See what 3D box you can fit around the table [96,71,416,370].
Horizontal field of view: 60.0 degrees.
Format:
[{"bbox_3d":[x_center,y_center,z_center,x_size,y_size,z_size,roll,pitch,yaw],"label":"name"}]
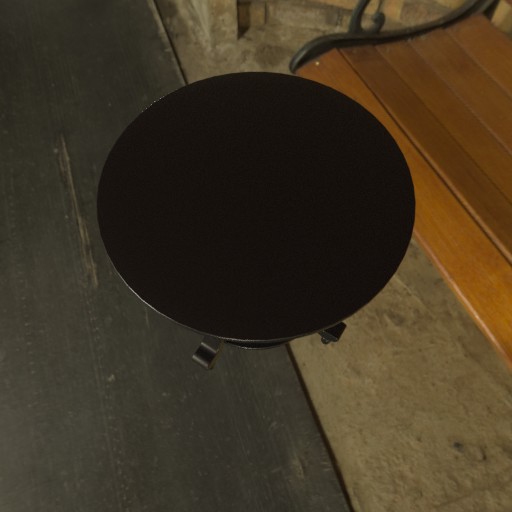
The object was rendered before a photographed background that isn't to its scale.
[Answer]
[{"bbox_3d":[0.000,0.000,1.113,0.597,0.618,0.597,0,64,0],"label":"table"}]
